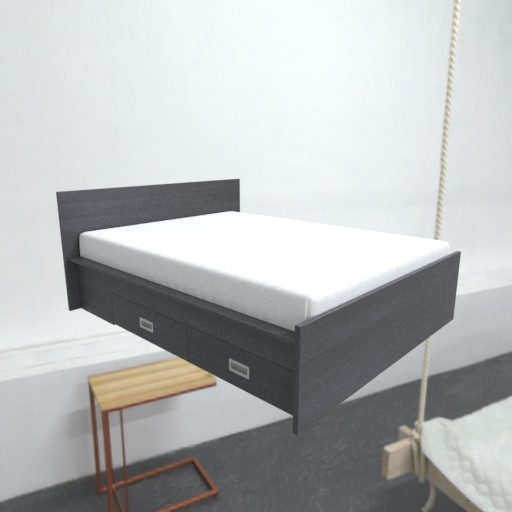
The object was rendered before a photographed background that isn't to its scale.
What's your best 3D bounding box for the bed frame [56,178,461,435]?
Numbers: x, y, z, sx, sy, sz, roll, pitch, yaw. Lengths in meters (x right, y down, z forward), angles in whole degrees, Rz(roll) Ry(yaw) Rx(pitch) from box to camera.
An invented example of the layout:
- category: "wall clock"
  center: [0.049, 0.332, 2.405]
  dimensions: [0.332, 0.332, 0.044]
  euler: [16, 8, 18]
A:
- category: "bed frame"
  center: [0.000, 0.000, 2.833]
  dimensions: [1.960, 0.800, 1.622]
  euler: [13, 19, 42]
